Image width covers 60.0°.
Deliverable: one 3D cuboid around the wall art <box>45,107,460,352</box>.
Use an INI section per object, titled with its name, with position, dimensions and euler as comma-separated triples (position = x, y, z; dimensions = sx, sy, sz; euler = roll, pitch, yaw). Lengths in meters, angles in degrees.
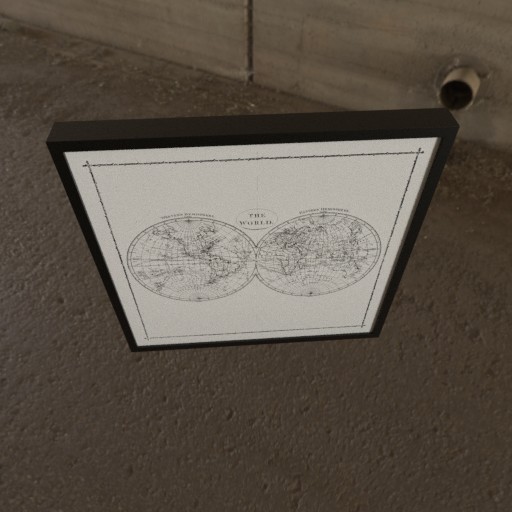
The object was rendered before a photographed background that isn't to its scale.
[wall art]
position = 0.000, 0.000, 0.476
dimensions = 0.327, 0.318, 0.029
euler = -3, 48, -3
